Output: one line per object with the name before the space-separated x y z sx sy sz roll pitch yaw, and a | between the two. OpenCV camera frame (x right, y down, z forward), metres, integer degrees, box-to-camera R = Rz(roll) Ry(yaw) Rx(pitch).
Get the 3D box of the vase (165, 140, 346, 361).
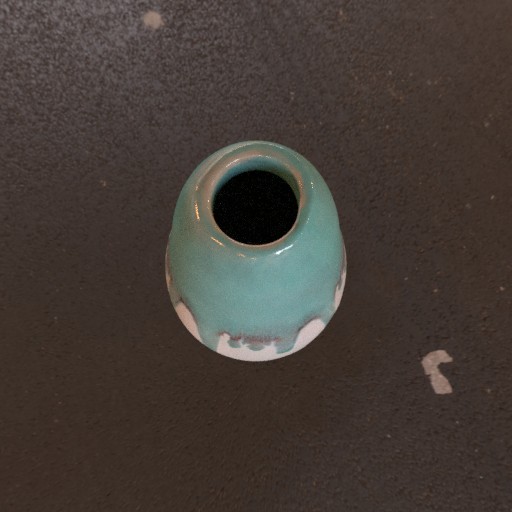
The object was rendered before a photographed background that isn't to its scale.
vase | 0.000 0.000 0.254 0.116 0.179 0.116 0 76 0
